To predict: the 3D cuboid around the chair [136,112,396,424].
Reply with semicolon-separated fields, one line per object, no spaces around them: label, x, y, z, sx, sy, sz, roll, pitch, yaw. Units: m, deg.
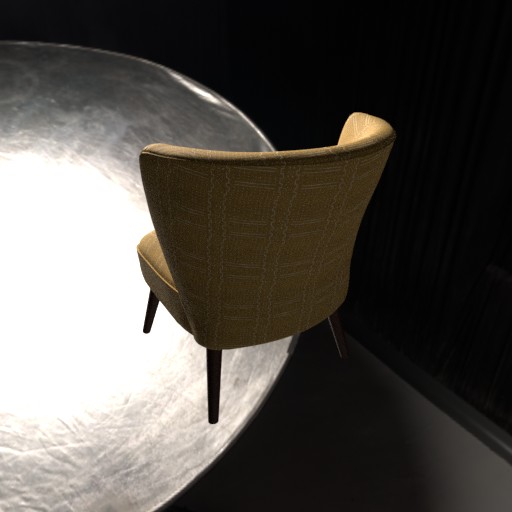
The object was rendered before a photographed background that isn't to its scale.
chair;0.000;0.000;1.413;0.706;0.866;0.758;-17;34;-28
